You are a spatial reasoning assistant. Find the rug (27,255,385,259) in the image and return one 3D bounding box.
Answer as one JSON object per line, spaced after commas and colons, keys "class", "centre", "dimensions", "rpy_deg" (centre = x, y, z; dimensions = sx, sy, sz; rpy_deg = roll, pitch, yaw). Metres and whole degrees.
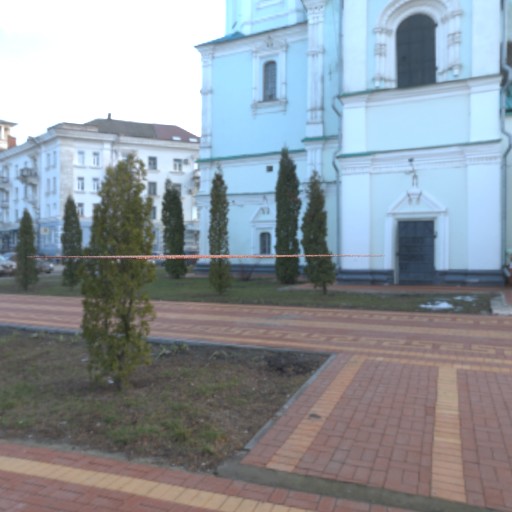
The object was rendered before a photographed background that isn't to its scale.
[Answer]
{"class": "rug", "centre": [0.000, 0.000, 2.624], "dimensions": [0.718, 0.013, 2.353], "rpy_deg": [0, 0, 36]}
